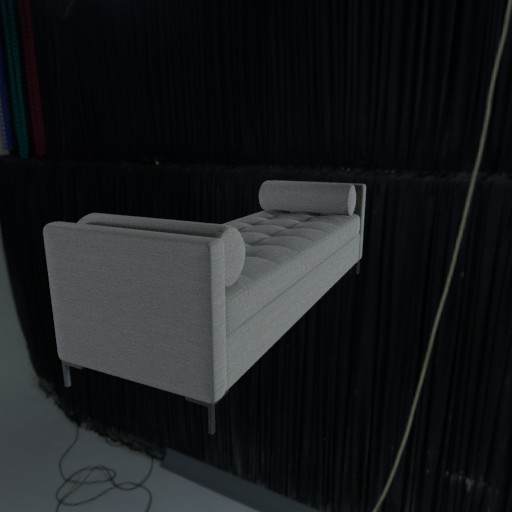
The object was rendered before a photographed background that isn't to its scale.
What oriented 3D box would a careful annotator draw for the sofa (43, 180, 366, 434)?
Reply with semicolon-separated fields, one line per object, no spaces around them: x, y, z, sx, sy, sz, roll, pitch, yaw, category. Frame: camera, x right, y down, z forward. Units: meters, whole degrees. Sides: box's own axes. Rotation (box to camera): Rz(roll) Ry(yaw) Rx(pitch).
0.000;0.000;2.313;0.686;0.635;1.981;7;16;25;sofa
